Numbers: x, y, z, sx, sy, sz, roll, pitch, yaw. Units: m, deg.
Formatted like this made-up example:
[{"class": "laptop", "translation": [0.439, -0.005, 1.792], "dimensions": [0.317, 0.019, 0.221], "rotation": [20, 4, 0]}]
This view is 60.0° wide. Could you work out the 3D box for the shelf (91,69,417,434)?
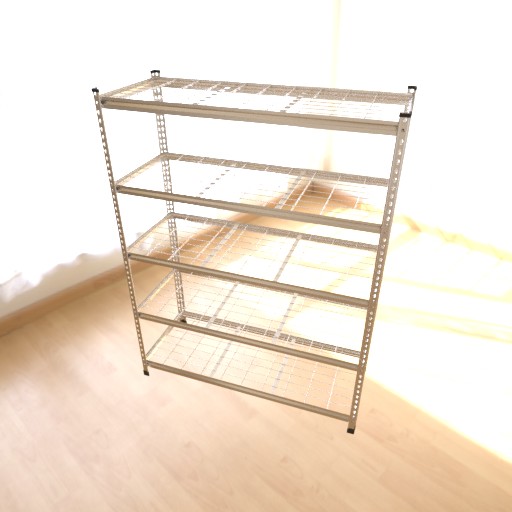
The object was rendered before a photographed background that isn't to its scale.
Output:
[{"class": "shelf", "translation": [0.000, 0.000, 2.735], "dimensions": [1.524, 1.981, 0.610], "rotation": [10, 33, 16]}]
